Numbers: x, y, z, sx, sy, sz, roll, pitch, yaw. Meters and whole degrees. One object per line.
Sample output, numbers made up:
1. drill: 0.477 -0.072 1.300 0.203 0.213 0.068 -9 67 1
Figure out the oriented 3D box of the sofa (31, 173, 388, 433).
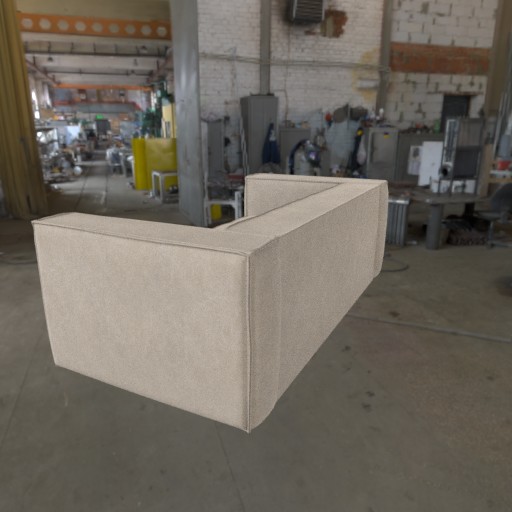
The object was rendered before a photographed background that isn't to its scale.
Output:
1. sofa: 0.000 0.000 2.431 1.038 0.680 1.995 8 18 26
